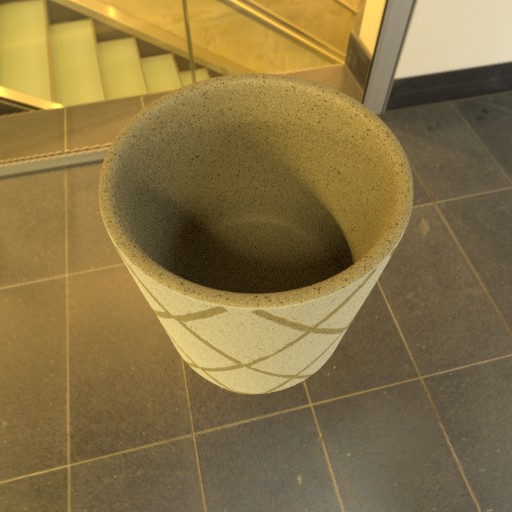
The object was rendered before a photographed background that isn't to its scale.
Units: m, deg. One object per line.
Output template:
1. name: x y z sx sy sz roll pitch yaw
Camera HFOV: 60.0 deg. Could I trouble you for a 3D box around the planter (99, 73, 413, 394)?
1. planter: 0.000 0.000 0.355 0.191 0.199 0.191 0 57 0
